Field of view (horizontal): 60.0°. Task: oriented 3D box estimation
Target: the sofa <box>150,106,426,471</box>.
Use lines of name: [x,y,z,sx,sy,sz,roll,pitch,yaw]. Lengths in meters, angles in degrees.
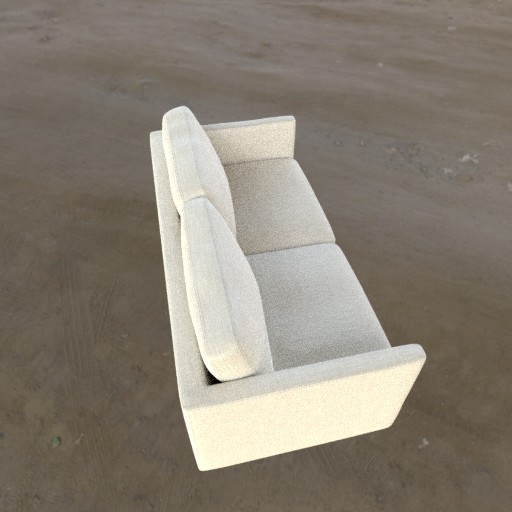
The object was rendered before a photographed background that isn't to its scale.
sofa: [0.000,0.000,2.384,0.950,0.963,1.838,-9,47,-9]
